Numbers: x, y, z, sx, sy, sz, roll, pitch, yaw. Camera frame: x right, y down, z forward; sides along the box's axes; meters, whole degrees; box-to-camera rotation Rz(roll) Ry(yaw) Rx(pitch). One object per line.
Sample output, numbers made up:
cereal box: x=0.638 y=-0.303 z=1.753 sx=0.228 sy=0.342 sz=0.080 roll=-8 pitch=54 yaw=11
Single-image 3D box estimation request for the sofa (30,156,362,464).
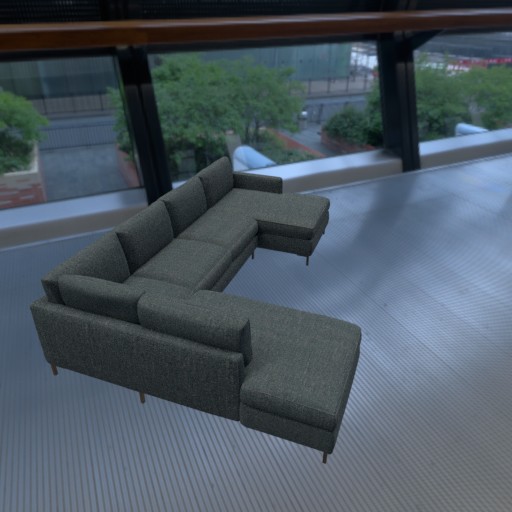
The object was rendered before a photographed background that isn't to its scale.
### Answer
sofa: x=0.000 y=0.000 z=3.507 sx=1.879 sy=0.753 sz=2.737 roll=10 pitch=31 yaw=18
